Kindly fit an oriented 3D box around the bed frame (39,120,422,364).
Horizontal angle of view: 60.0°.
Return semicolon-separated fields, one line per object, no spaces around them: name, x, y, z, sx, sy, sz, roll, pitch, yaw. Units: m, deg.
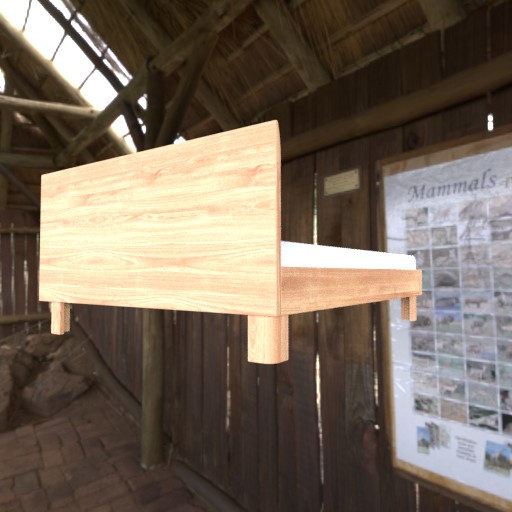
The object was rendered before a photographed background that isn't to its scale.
bed frame;0.000;0.000;3.003;1.660;0.940;2.092;-2;-3;35
